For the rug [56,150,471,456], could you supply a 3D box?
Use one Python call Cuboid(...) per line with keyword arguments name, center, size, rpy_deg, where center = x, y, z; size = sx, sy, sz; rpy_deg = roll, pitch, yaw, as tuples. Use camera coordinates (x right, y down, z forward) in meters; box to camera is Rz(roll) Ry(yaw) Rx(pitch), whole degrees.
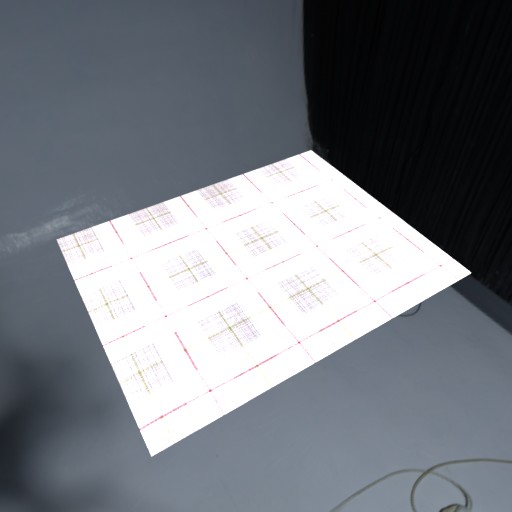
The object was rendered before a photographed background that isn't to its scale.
Cuboid(name="rug", center=(0.000, 0.000, 4.002), size=(2.959, 0.016, 2.317), rpy_deg=(-24, 50, -22))
